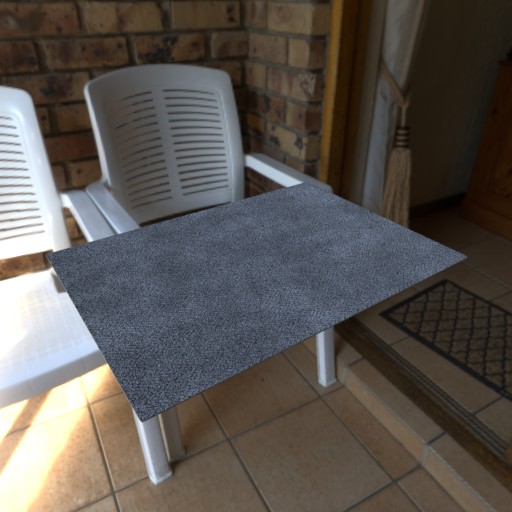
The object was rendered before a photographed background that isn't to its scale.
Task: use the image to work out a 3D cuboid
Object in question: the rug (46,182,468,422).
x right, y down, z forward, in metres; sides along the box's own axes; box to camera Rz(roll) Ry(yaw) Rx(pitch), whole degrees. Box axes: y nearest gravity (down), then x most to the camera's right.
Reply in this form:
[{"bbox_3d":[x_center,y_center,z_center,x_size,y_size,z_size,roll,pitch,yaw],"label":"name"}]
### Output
[{"bbox_3d":[0.000,0.000,2.881,2.235,0.008,1.600,-20,36,-29],"label":"rug"}]
